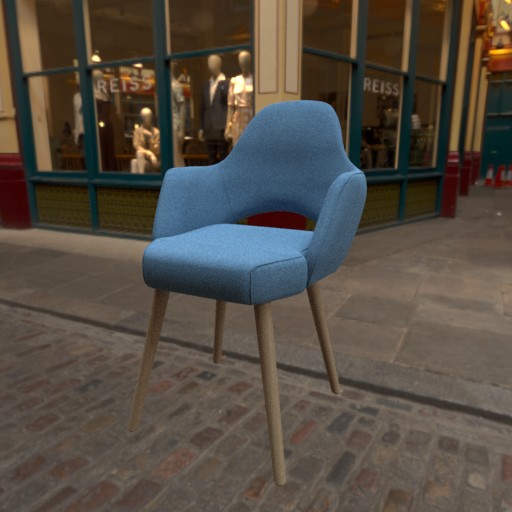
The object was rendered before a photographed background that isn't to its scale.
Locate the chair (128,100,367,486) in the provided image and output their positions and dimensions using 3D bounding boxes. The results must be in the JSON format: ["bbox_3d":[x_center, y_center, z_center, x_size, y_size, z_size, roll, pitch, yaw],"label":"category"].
[{"bbox_3d":[0.000,0.000,1.311,0.589,0.920,0.666,7,16,26],"label":"chair"}]
